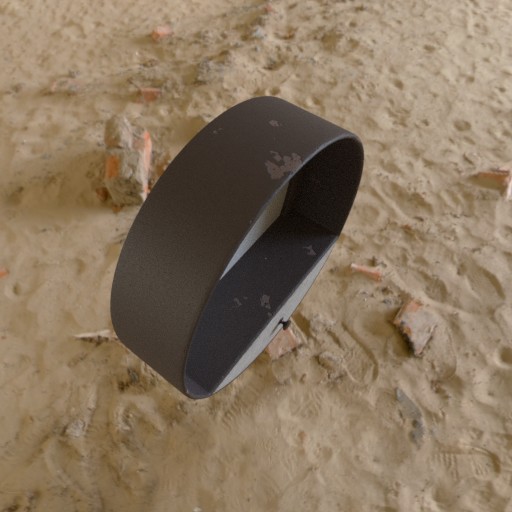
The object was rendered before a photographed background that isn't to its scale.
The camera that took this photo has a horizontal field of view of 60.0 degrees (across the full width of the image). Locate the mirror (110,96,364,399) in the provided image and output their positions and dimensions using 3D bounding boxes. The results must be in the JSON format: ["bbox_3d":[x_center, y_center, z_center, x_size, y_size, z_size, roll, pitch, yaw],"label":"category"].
[{"bbox_3d":[0.000,0.000,0.592,0.126,0.386,0.386,33,63,19],"label":"mirror"}]
